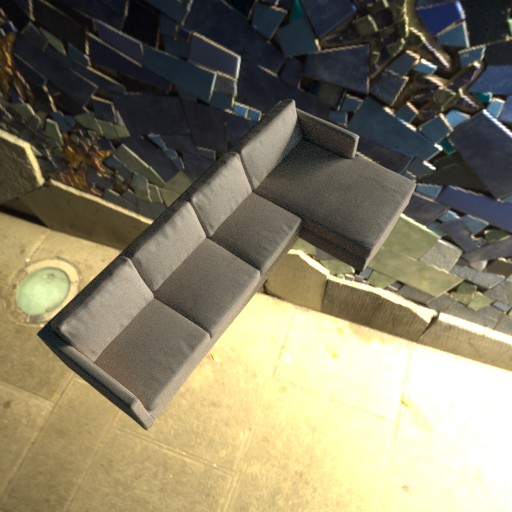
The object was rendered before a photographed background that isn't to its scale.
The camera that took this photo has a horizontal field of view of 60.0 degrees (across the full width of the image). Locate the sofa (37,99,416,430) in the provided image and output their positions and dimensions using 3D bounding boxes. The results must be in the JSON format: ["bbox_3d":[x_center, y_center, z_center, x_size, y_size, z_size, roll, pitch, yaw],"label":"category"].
[{"bbox_3d":[0.000,0.000,3.820,1.625,0.846,3.186,30,61,18],"label":"sofa"}]
